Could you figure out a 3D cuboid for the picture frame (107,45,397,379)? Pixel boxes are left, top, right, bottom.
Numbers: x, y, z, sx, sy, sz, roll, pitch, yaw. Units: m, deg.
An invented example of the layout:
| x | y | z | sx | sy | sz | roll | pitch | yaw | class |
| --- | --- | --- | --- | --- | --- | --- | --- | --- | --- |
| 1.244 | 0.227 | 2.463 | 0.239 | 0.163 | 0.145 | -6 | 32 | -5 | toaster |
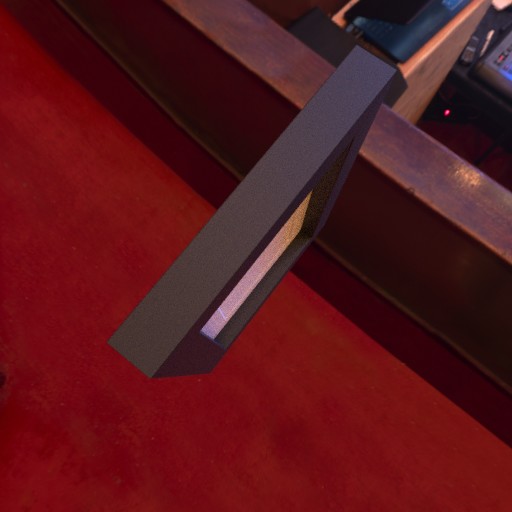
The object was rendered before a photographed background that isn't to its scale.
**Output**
| x | y | z | sx | sy | sz | roll | pitch | yaw | class |
| --- | --- | --- | --- | --- | --- | --- | --- | --- | --- |
| 0.000 | 0.000 | 0.273 | 0.028 | 0.208 | 0.157 | 37 | 79 | 9 | picture frame |
